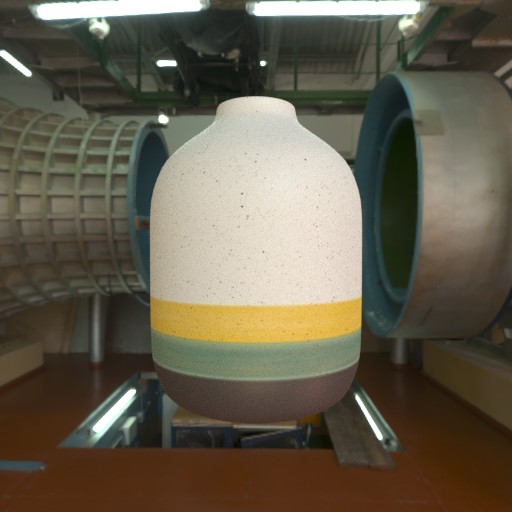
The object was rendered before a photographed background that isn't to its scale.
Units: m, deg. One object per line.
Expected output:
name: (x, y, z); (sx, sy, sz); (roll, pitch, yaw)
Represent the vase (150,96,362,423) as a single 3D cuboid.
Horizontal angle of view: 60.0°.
vase: (0.000, 0.000, 0.364); (0.169, 0.240, 0.169); (0, 1, 0)
